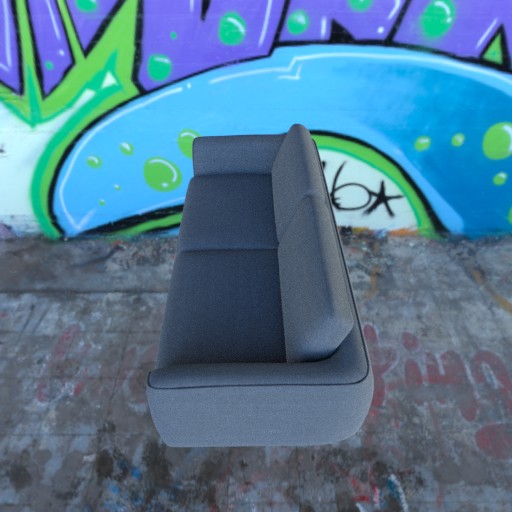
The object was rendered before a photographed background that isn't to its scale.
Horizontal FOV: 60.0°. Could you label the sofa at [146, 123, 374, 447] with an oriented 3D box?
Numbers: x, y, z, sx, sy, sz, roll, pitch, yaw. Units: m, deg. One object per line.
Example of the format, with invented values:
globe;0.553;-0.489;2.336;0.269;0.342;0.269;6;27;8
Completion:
sofa;0.000;0.000;2.463;0.920;0.850;2.000;-1;42;-1
